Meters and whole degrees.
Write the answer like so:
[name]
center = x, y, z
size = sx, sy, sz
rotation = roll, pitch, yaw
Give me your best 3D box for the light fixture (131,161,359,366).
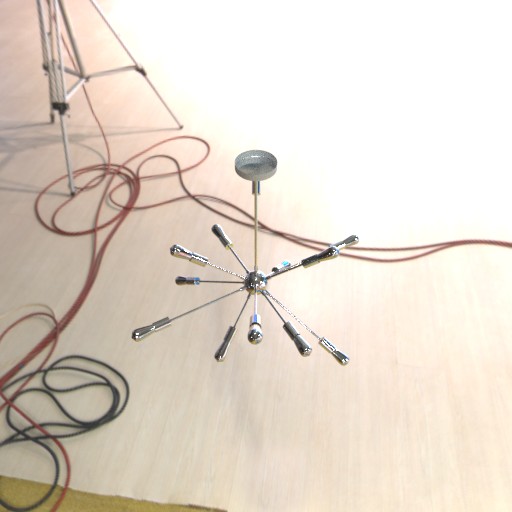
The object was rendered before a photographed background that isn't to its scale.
[light fixture]
center = 0.000, 0.000, 1.098
size = 0.684, 0.558, 0.509
rotation = -23, 51, -20
